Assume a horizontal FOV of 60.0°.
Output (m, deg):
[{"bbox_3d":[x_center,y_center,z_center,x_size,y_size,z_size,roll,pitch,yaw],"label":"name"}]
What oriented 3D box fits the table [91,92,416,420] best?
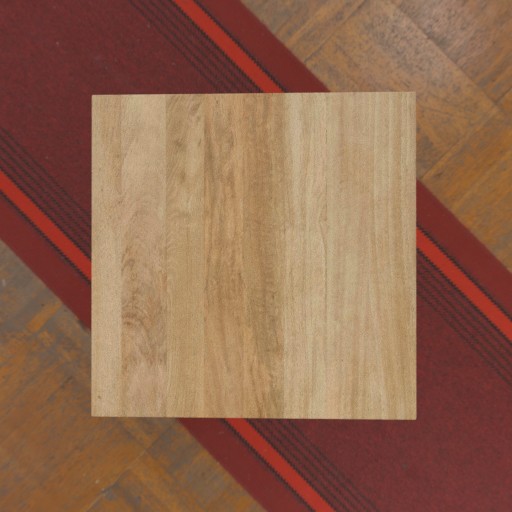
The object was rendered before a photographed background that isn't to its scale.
[{"bbox_3d":[0.000,0.000,1.065,0.599,0.500,0.599,0,90,2],"label":"table"}]
